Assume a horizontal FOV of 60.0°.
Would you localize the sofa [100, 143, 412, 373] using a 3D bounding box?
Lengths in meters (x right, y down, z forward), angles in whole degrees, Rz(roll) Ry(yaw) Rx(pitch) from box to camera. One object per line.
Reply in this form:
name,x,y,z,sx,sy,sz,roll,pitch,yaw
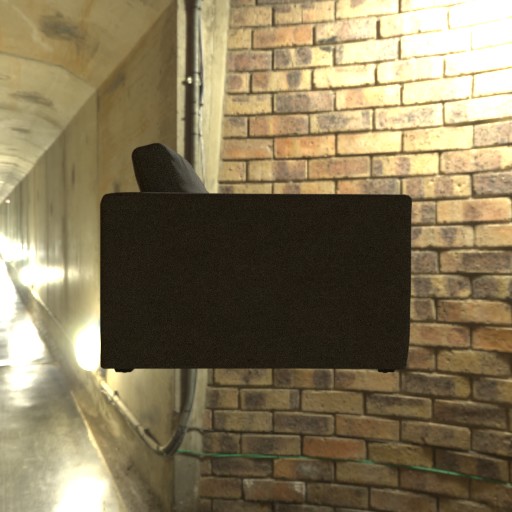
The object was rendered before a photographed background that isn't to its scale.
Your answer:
sofa,0.000,0.000,2.477,1.091,0.845,1.909,0,0,0
